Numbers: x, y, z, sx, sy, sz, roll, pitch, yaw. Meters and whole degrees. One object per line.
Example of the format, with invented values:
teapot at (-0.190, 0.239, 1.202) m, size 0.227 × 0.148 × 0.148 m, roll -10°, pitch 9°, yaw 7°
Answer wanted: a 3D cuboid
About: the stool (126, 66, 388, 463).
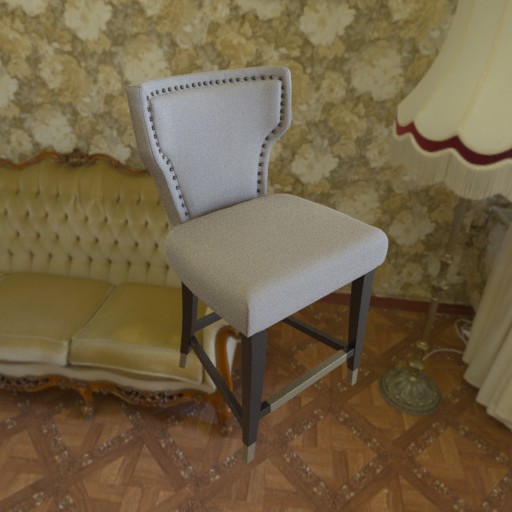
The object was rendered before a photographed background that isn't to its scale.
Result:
stool at (0.000, 0.000, 1.324) m, size 0.527 × 0.982 × 0.563 m, roll -23°, pitch 38°, yaw -33°
